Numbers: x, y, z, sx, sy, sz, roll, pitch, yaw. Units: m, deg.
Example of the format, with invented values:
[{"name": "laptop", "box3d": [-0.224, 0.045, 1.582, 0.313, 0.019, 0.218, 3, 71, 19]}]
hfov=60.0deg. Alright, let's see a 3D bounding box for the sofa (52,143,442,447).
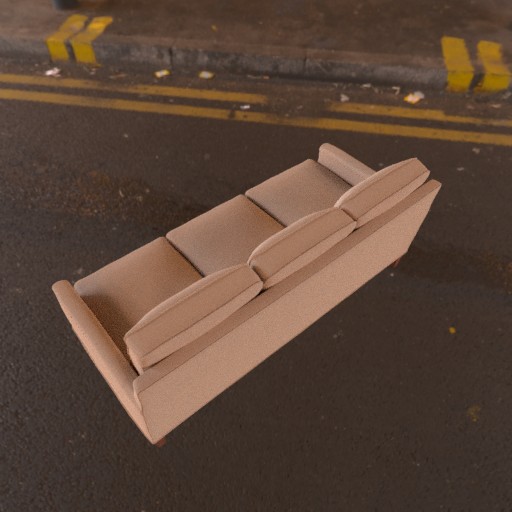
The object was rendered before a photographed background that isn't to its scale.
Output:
[{"name": "sofa", "box3d": [0.000, 0.000, 2.831, 2.246, 1.003, 1.084, -32, 55, -26]}]
